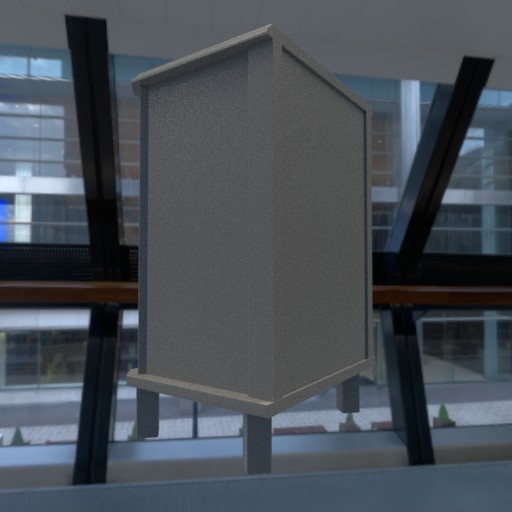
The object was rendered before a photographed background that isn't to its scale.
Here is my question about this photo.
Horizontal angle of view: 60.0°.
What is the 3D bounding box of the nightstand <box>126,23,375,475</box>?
[{"bbox_3d":[0.000,0.000,0.921,0.348,0.680,0.435,-1,-2,35],"label":"nightstand"}]
